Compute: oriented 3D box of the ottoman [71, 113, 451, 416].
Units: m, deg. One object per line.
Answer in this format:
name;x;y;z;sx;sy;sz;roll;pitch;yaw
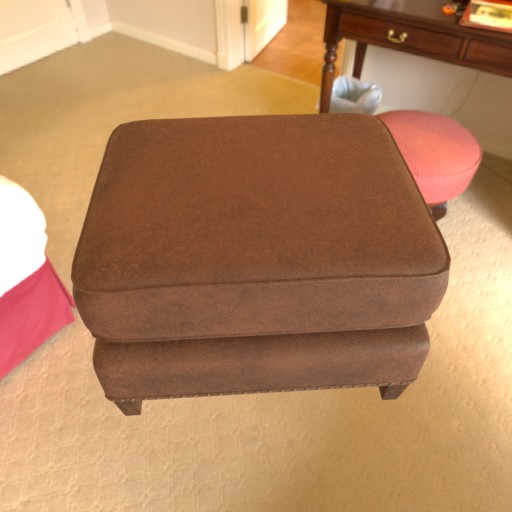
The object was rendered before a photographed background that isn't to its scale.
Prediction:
ottoman;0.000;0.000;1.115;0.738;0.537;0.589;-3;47;-2
